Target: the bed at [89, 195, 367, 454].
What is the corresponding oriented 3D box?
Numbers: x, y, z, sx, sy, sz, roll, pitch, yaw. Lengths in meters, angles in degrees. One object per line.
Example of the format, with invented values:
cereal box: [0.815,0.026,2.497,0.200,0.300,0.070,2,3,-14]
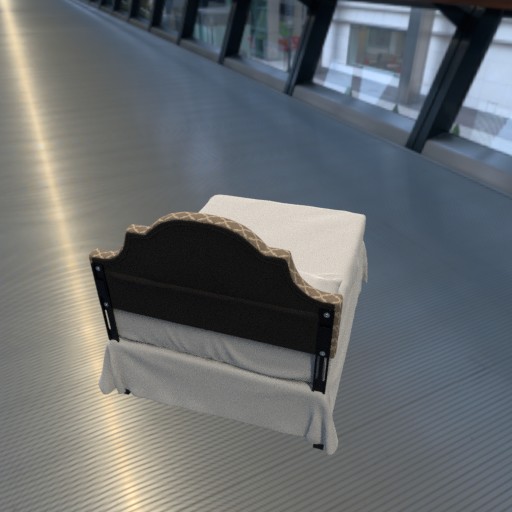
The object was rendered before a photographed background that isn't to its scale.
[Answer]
bed: [0.000,0.000,3.561,1.780,1.633,2.222,10,33,15]
